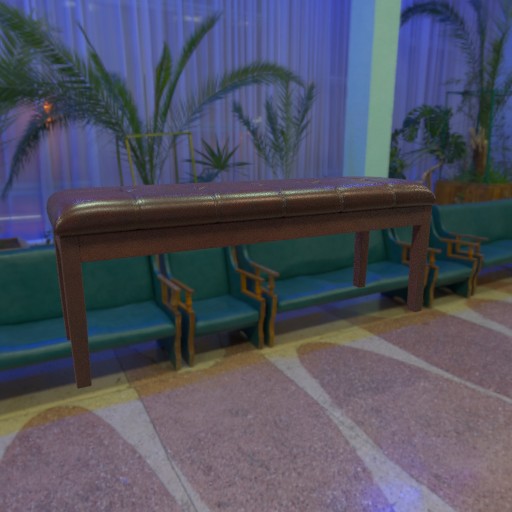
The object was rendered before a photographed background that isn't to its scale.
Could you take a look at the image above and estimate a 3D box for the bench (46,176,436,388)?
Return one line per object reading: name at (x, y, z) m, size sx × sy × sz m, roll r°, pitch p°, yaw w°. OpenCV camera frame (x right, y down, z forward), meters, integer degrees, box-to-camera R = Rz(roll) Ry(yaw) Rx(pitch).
bench at (0.000, 0.000, 1.518) m, size 1.259 × 0.491 × 0.401 m, roll -7°, pitch 16°, yaw -26°
